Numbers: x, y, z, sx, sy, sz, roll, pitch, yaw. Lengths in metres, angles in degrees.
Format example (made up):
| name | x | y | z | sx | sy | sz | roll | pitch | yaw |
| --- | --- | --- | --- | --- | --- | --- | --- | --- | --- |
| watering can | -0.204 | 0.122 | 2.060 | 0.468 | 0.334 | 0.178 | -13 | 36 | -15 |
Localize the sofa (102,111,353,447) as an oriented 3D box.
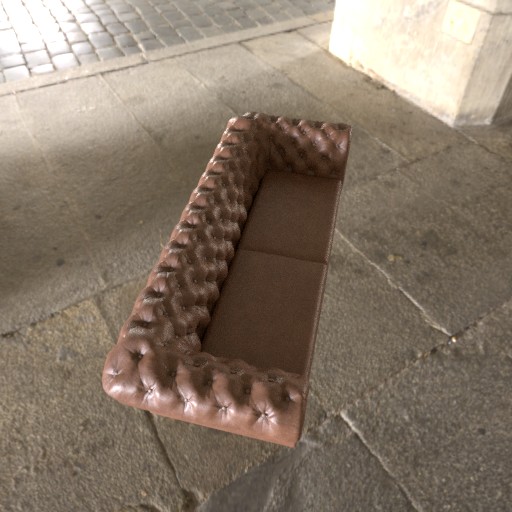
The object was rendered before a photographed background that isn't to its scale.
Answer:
| name | x | y | z | sx | sy | sz | roll | pitch | yaw |
| --- | --- | --- | --- | --- | --- | --- | --- | --- | --- |
| sofa | 0.000 | 0.000 | 2.848 | 0.944 | 0.783 | 2.385 | 10 | 48 | 9 |
